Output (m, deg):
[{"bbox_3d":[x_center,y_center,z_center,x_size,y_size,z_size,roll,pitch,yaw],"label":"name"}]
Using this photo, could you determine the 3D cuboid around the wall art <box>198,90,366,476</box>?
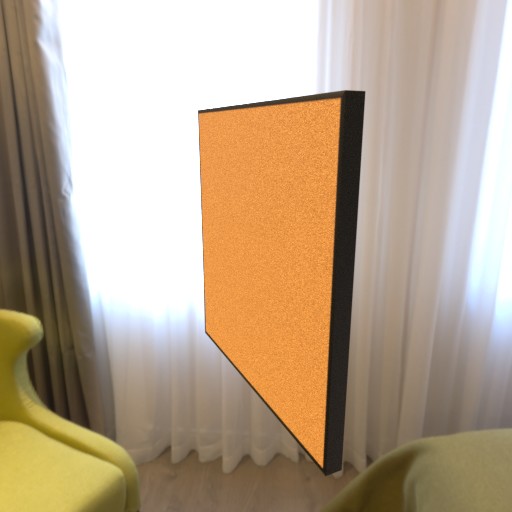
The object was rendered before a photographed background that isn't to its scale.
[{"bbox_3d":[0.000,0.000,1.174,0.042,0.766,0.769,-7,17,-25],"label":"wall art"}]
